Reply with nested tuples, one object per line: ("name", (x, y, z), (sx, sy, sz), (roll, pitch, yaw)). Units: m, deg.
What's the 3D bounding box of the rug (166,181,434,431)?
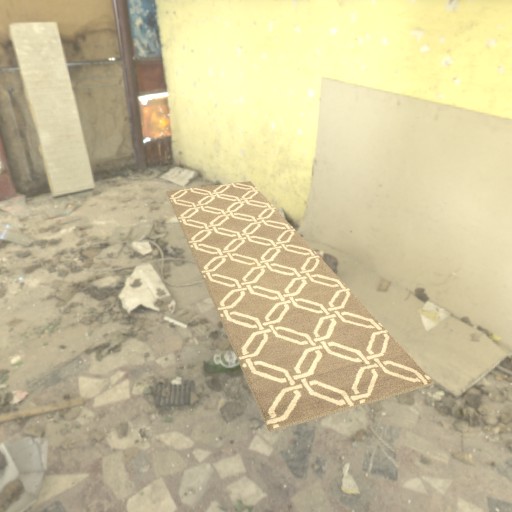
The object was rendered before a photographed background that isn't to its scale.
("rug", (0.000, 0.000, 2.534), (0.678, 0.014, 2.276), (-10, 32, -16))
